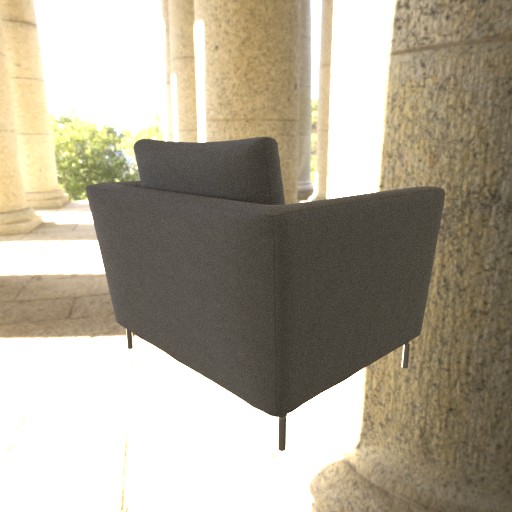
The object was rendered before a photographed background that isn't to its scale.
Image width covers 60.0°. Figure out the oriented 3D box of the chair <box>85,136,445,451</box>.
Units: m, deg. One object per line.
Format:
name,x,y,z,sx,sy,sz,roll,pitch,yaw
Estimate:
chair,0.000,0.000,1.687,0.889,0.864,1.041,-13,19,-42
